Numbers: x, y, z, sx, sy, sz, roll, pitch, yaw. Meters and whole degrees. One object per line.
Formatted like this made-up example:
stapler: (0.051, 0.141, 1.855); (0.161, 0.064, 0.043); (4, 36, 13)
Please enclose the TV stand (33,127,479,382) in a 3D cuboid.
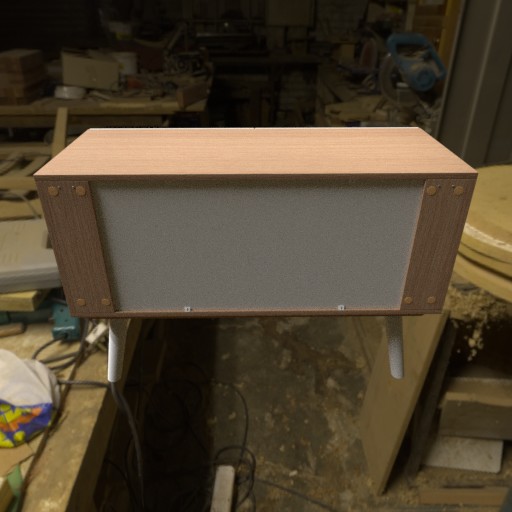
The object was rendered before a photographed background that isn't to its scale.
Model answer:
TV stand: (0.000, 0.000, 1.327); (0.991, 0.660, 0.407); (0, 30, -1)
